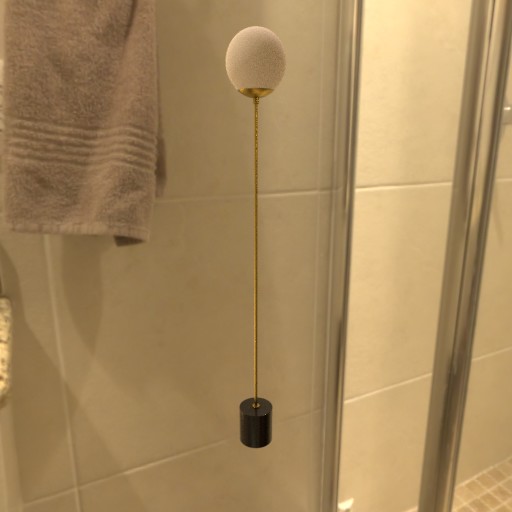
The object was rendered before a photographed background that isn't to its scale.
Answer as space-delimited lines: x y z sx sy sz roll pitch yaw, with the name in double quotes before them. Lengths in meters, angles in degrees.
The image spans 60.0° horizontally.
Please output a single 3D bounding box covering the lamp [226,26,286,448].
"lamp" 0.000 0.000 1.855 0.229 1.748 0.229 7 16 25
